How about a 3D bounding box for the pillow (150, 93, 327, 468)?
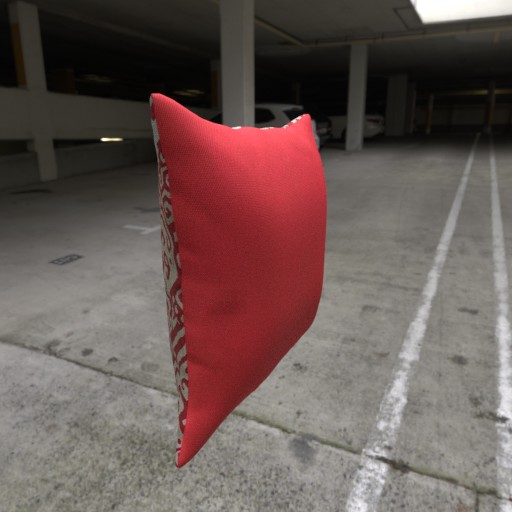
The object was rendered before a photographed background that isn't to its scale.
[{"bbox_3d":[0.000,0.000,0.790,0.192,0.507,0.522,7,17,25],"label":"pillow"}]
